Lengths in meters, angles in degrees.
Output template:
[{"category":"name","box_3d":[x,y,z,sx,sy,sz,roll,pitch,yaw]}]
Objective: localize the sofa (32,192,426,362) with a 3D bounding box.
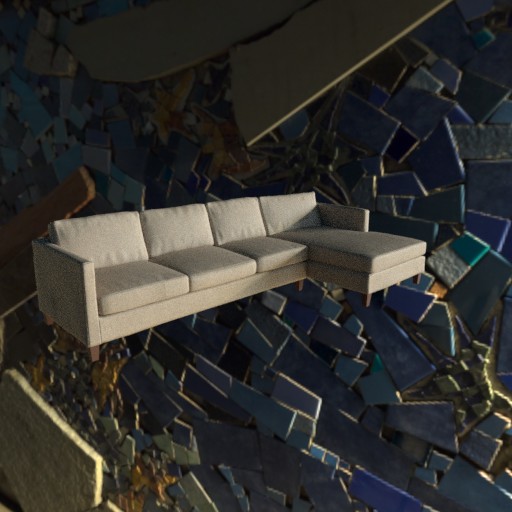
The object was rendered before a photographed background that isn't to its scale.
[{"category":"sofa","box_3d":[0.000,0.000,3.902,3.186,0.846,1.625,-14,20,-42]}]
